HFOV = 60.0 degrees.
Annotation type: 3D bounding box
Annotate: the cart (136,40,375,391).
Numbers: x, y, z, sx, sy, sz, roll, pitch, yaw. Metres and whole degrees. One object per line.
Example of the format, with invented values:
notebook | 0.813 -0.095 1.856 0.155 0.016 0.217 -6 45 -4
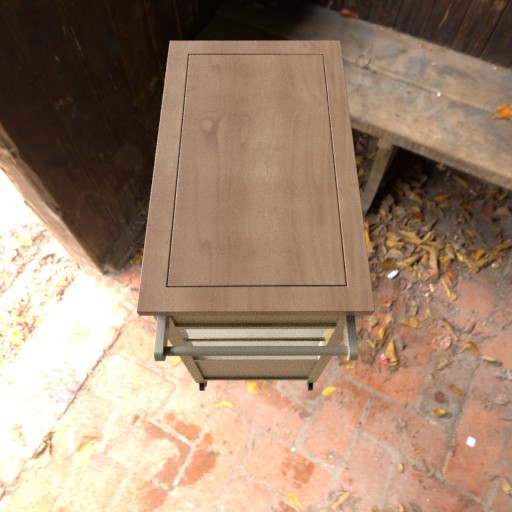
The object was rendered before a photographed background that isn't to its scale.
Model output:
cart | 0.000 0.000 1.403 0.459 0.901 0.840 0 63 0
